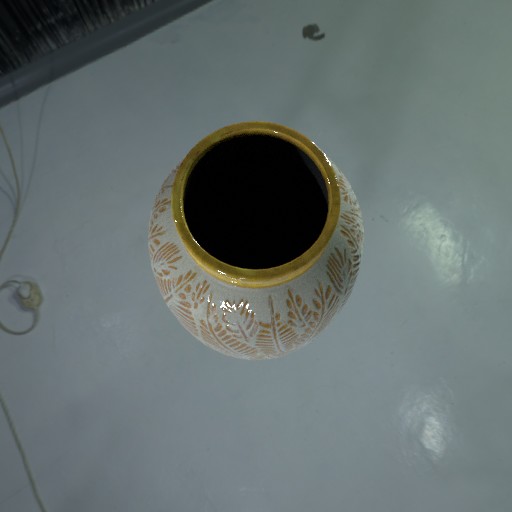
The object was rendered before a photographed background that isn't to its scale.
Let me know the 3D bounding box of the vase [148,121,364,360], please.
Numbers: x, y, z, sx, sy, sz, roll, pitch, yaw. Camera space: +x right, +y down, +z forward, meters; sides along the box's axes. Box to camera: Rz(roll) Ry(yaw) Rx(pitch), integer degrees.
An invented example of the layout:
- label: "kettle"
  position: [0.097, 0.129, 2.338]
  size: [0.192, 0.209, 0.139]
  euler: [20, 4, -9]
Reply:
- label: "vase"
  position: [0.000, 0.000, 0.380]
  size: [0.172, 0.270, 0.172]
  euler: [0, 76, 0]
